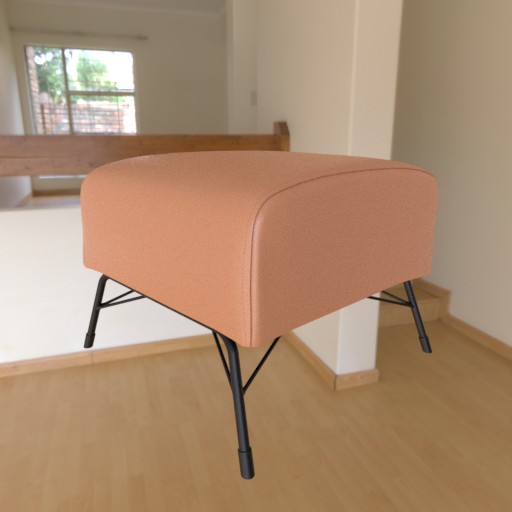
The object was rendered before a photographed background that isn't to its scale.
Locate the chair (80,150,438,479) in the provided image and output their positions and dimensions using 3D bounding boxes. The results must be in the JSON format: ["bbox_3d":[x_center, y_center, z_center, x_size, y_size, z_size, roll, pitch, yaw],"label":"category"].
[{"bbox_3d":[0.000,0.000,0.890,0.530,0.410,0.530,-14,21,-41],"label":"chair"}]
